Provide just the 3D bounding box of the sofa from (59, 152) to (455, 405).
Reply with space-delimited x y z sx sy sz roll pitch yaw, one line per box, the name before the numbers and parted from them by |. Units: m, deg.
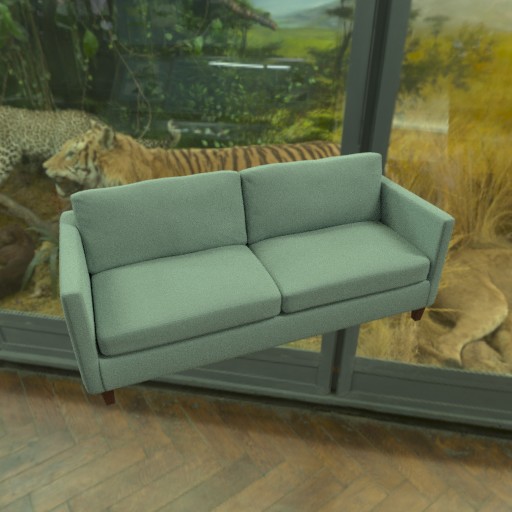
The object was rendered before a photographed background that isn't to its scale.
sofa | 0.000 0.000 2.774 2.208 0.965 0.951 -11 33 -18
